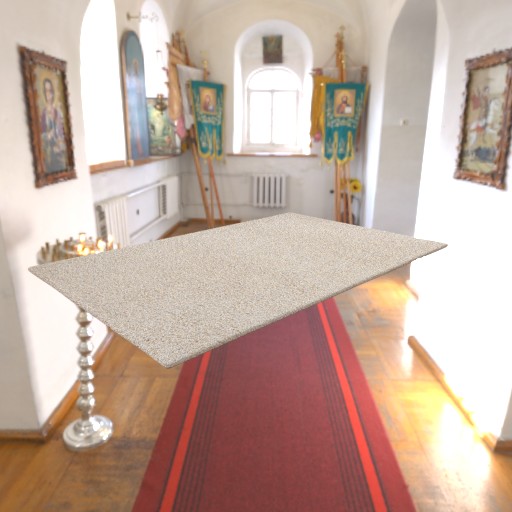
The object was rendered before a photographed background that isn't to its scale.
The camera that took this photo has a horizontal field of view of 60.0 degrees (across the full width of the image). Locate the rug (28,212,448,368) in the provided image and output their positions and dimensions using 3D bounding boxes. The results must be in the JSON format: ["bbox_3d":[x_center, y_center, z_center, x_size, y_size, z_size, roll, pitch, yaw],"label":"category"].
[{"bbox_3d":[0.000,0.000,3.397,2.743,0.030,1.778,-16,23,-41],"label":"rug"}]
